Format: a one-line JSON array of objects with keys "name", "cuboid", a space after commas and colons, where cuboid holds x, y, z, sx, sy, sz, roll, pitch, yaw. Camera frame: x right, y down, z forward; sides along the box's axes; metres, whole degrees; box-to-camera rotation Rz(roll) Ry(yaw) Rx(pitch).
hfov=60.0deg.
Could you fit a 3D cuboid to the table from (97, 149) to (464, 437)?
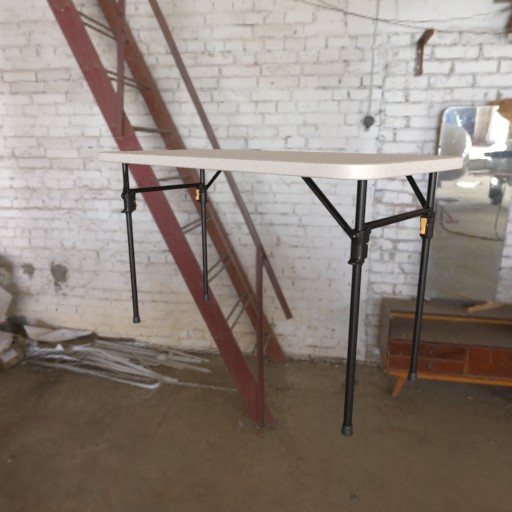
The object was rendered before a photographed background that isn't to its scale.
[{"name": "table", "cuboid": [0.000, 0.000, 1.621, 1.219, 0.729, 0.610, 14, 21, 42]}]
